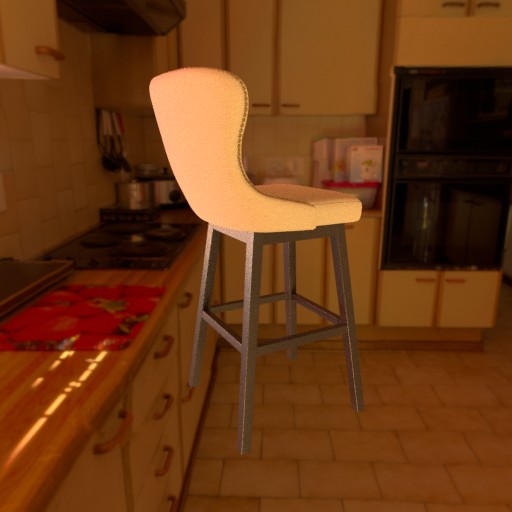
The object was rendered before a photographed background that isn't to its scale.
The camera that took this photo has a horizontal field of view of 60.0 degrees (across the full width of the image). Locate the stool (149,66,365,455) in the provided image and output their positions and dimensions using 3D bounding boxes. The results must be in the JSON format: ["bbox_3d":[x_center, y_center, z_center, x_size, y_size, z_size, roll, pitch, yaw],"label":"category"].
[{"bbox_3d":[0.000,0.000,1.435,0.605,1.066,0.528,-8,17,-27],"label":"stool"}]
